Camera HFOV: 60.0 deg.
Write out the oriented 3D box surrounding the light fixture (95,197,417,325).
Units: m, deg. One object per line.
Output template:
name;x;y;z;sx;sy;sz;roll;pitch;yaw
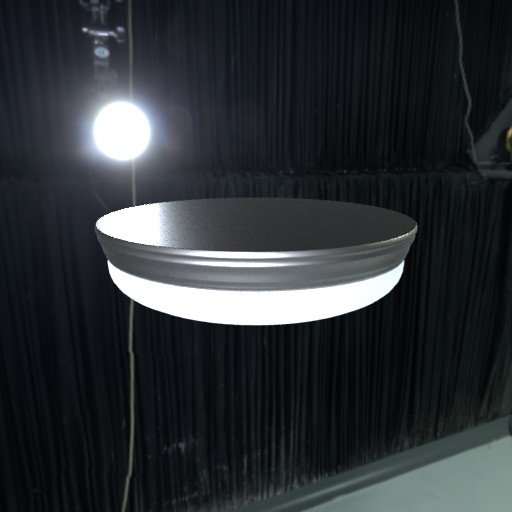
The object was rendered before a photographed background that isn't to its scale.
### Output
light fixture;0.000;0.000;0.547;0.368;0.100;0.368;0;14;0
